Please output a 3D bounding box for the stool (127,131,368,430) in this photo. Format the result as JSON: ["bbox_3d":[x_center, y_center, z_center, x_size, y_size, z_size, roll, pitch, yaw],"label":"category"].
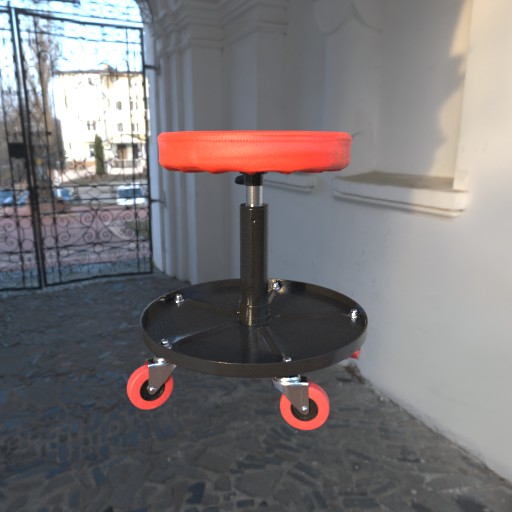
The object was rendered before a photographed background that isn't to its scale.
[{"bbox_3d":[0.000,0.000,0.683,0.381,0.365,0.382,-2,14,-8],"label":"stool"}]
